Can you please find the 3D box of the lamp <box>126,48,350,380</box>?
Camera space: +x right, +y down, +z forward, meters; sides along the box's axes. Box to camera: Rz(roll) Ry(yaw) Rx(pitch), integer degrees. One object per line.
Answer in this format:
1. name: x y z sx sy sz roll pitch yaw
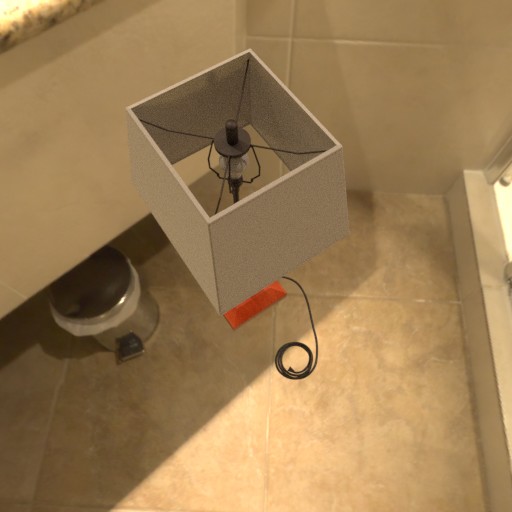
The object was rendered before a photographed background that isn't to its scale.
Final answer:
1. lamp: 0.000 0.000 1.000 0.310 0.737 0.498 -31 69 -14
